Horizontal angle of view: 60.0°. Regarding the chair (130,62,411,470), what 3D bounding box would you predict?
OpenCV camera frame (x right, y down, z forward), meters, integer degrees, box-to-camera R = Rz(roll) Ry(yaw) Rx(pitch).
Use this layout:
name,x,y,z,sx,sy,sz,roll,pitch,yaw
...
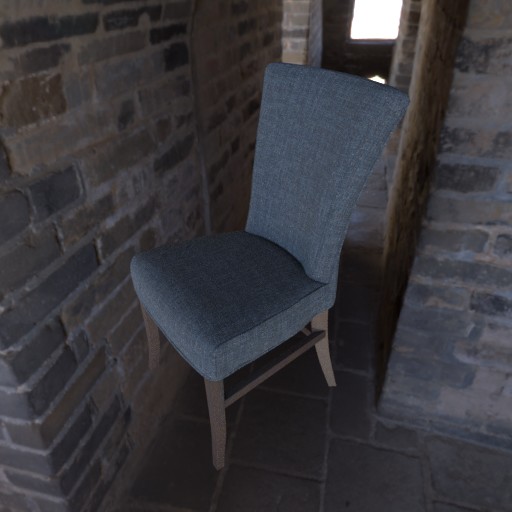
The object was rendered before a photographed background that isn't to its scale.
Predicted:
name,x,y,z,sx,sy,sz,roll,pitch,yaw
chair,0.000,0.000,1.336,0.660,0.991,0.520,-20,37,-29
